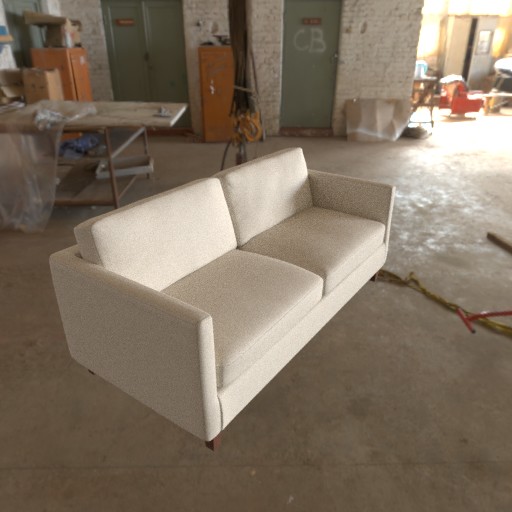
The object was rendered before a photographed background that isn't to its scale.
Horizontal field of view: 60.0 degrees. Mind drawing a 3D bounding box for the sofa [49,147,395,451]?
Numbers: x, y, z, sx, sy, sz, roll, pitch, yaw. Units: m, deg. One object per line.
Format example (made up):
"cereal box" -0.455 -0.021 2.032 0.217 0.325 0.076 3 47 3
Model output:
"sofa" 0.000 0.000 2.590 0.965 0.889 1.981 18 31 31
